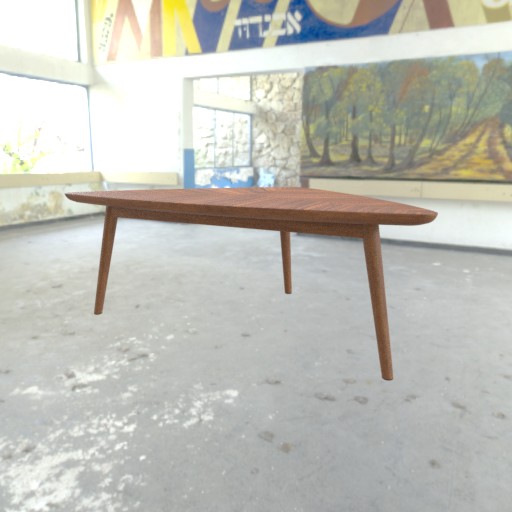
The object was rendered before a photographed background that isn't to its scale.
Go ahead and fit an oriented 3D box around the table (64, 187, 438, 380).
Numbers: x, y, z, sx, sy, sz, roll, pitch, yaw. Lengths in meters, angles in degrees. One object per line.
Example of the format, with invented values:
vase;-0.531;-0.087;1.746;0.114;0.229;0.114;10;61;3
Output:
table;0.000;0.000;1.298;1.008;0.365;0.601;7;15;27
